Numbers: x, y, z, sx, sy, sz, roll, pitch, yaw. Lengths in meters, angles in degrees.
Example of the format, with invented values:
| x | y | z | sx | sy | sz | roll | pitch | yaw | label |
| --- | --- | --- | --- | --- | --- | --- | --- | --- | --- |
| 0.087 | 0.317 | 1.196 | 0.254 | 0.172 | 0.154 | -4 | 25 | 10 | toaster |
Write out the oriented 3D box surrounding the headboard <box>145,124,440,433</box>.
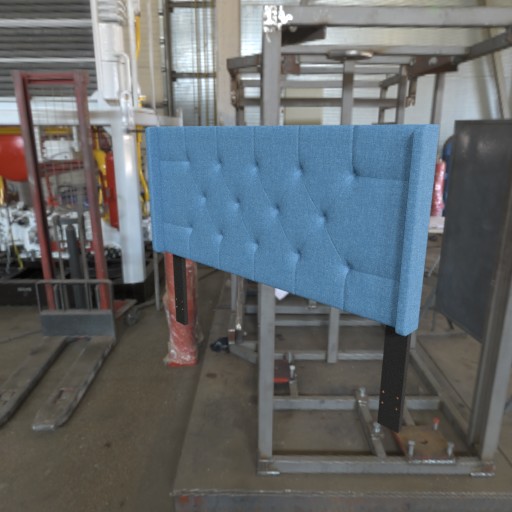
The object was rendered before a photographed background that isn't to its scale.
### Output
| x | y | z | sx | sy | sz | roll | pitch | yaw | label |
| --- | --- | --- | --- | --- | --- | --- | --- | --- | --- |
| 0.000 | 0.000 | 2.702 | 0.184 | 1.524 | 2.051 | -15 | 22 | -43 | headboard |
